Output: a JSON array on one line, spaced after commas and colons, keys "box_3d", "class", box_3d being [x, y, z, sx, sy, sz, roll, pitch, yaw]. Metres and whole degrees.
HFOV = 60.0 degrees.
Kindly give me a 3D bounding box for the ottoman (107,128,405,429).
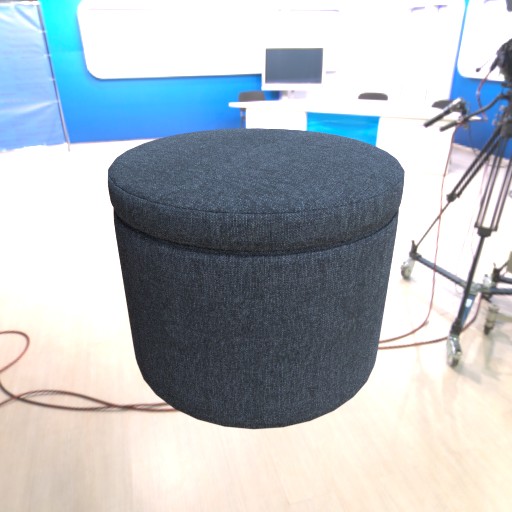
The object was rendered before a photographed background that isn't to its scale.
[{"box_3d": [0.000, 0.000, 0.855, 0.500, 0.419, 0.500, 0, 28, 0], "class": "ottoman"}]
